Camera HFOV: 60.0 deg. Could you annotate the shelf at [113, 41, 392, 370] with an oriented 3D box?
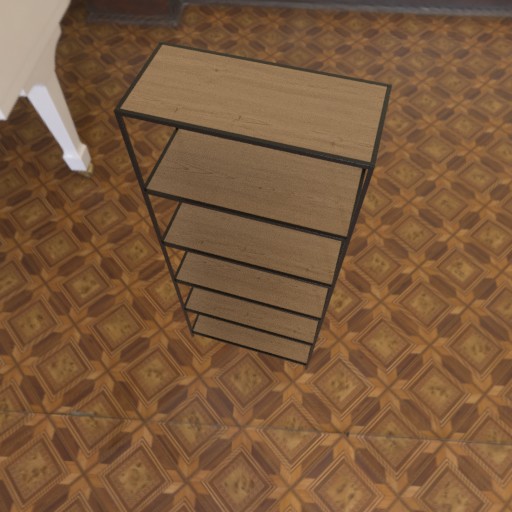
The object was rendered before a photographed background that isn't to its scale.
[{"bbox_3d":[0.000,0.000,2.124,0.770,1.850,0.350,14,60,8],"label":"shelf"}]
